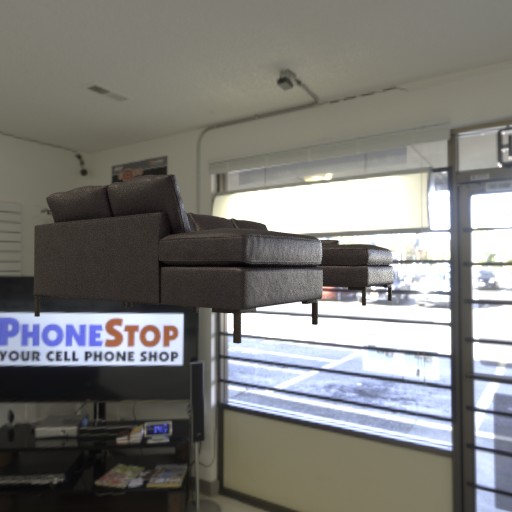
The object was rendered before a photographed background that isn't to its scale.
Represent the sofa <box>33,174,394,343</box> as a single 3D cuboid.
[{"bbox_3d":[0.000,0.000,3.841,1.939,0.900,2.956,-1,-1,35],"label":"sofa"}]
